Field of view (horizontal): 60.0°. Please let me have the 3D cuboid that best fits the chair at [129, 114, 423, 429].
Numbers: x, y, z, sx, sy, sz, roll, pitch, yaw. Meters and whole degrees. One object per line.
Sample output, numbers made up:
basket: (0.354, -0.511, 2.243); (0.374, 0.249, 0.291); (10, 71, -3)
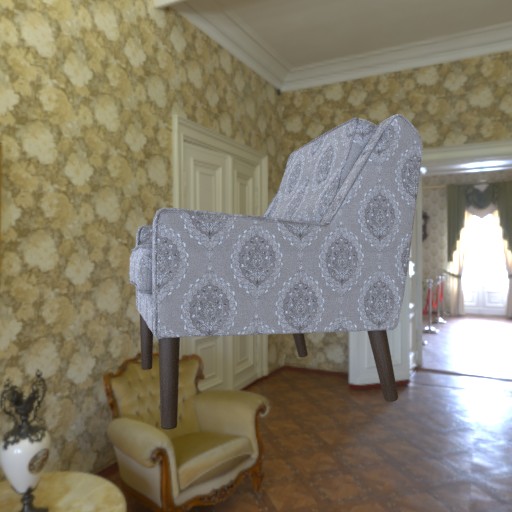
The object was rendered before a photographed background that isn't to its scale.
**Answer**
chair: (0.000, 0.000, 1.397); (0.750, 0.797, 0.665); (0, 0, -19)
